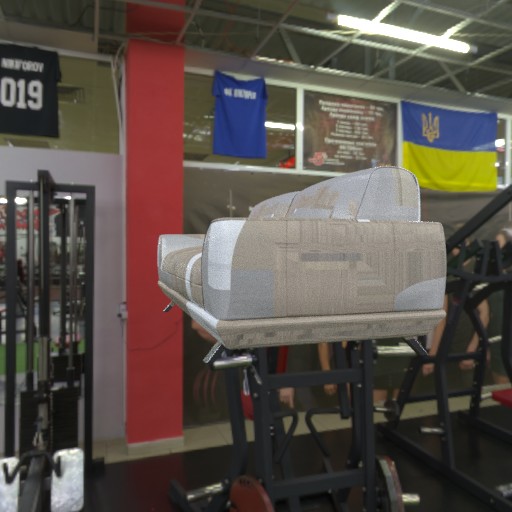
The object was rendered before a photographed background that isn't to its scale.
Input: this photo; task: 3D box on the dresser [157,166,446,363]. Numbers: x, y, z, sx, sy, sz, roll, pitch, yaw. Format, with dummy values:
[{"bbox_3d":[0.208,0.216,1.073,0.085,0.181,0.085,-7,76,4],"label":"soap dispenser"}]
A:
[{"bbox_3d":[0.000,0.000,5.933,2.251,1.863,4.679,0,1,-18],"label":"dresser"}]
